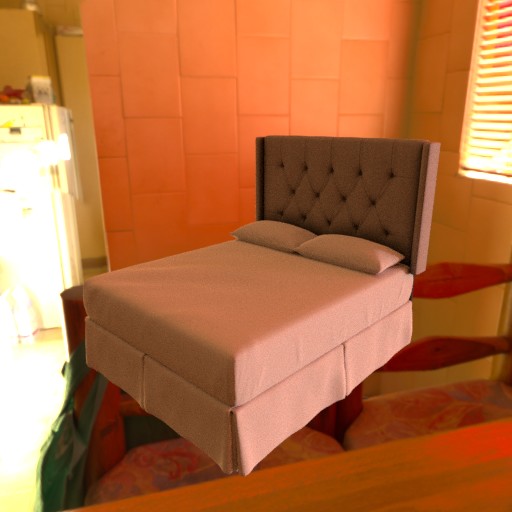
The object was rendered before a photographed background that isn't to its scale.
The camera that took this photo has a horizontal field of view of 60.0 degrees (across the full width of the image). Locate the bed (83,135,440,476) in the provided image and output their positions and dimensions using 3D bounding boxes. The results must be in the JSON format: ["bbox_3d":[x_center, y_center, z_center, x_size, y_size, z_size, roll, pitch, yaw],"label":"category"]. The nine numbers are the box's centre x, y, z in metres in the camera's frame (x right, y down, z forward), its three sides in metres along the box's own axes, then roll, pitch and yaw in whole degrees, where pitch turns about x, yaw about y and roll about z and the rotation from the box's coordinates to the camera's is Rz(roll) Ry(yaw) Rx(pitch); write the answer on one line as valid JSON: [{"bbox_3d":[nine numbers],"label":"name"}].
[{"bbox_3d":[0.000,0.000,3.291,1.719,1.665,2.066,16,23,41],"label":"bed"}]
